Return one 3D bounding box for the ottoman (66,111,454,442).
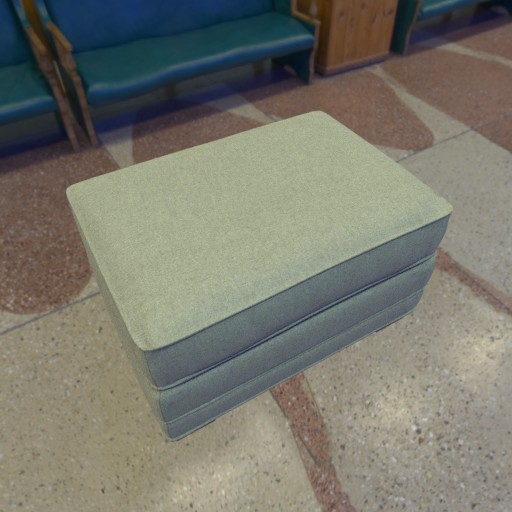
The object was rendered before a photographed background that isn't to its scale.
[{"bbox_3d":[0.000,0.000,1.267,0.848,0.508,0.611,-23,50,-20],"label":"ottoman"}]
